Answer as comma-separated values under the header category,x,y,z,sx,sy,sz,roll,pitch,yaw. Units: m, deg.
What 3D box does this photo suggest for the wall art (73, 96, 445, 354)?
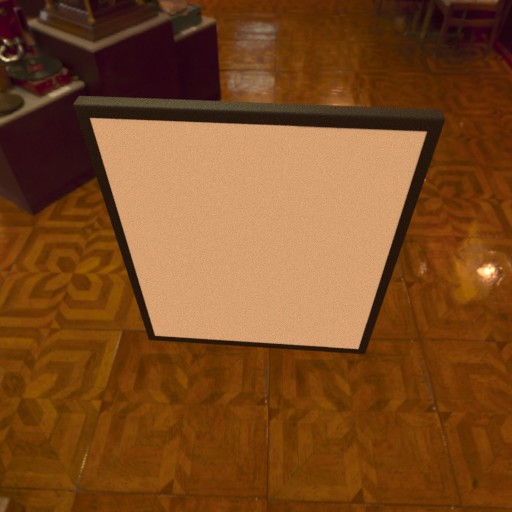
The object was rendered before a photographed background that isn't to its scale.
category,x,y,z,sx,sy,sz,roll,pitch,yaw
wall art,0.000,0.000,0.703,0.430,0.509,0.021,3,47,3
